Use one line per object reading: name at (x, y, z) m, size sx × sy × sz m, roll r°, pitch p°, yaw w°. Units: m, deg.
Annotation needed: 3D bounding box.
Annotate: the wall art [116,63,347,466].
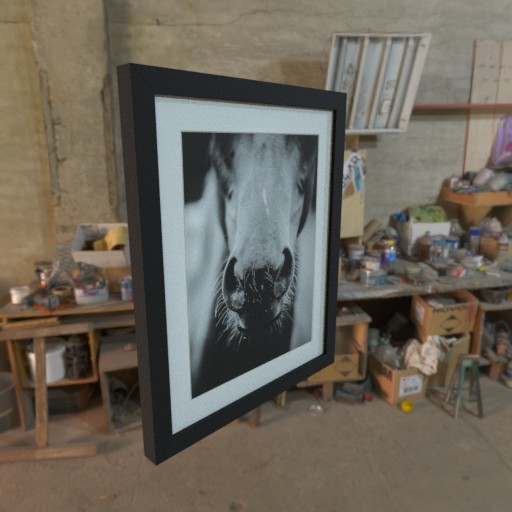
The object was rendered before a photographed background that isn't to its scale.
wall art at (0.000, 0.000, 0.549) m, size 0.024 × 0.404 × 0.329 m, roll 14°, pitch 20°, yaw 43°
